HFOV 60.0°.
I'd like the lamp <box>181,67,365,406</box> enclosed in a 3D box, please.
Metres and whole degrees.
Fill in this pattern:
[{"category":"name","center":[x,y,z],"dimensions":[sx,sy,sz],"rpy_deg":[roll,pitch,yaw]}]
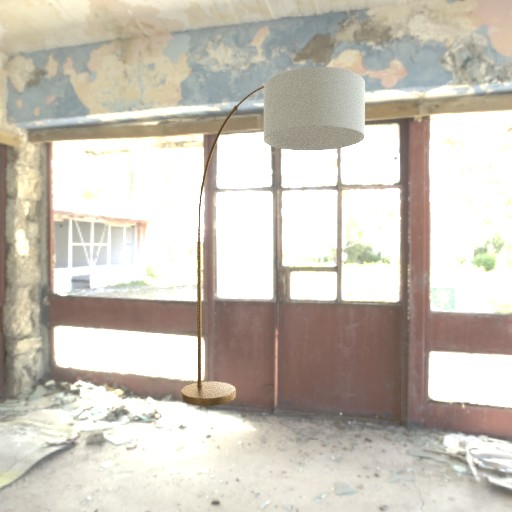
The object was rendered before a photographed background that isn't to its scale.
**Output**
[{"category":"lamp","center":[0.000,0.000,2.580],"dimensions":[0.493,1.927,1.434],"rpy_deg":[-1,1,-37]}]
